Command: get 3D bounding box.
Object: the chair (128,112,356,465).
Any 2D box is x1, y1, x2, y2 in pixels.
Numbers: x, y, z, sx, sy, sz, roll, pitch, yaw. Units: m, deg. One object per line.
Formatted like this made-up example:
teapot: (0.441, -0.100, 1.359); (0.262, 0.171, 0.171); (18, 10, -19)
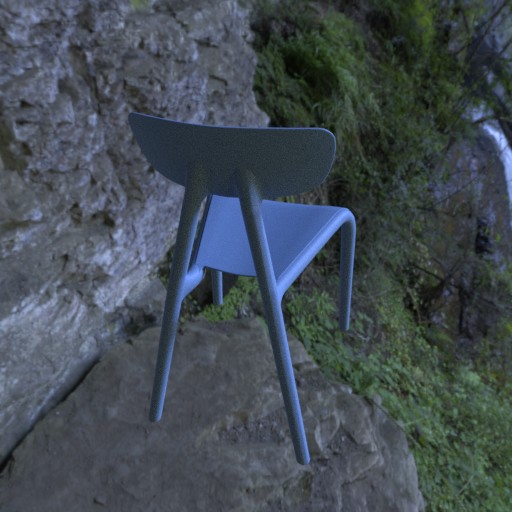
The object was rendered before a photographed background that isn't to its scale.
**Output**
chair: (0.000, 0.000, 0.831); (0.356, 0.580, 0.401); (9, 33, 15)
